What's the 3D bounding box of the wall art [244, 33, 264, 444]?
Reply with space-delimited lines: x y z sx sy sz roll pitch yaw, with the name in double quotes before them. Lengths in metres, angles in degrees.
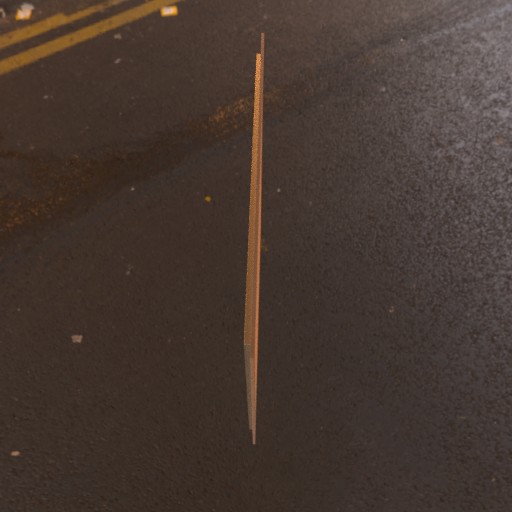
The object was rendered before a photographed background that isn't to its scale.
"wall art" 0.000 0.000 1.689 0.025 1.067 1.168 1 58 1
